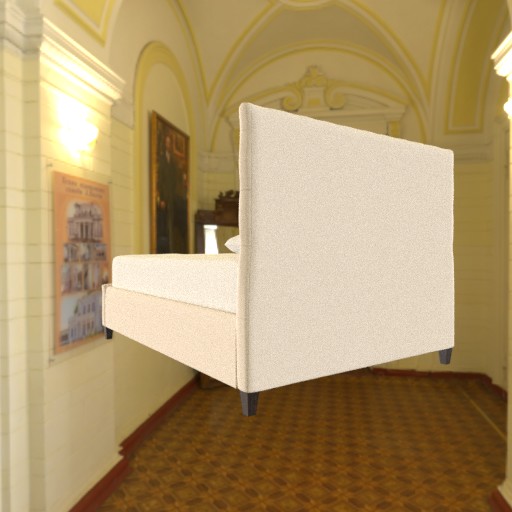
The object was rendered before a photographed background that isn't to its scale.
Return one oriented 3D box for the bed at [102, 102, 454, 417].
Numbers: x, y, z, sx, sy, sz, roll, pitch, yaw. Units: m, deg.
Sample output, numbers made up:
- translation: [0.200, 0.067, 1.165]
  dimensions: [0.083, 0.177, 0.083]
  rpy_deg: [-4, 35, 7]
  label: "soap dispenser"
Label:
- translation: [0.000, 0.000, 3.365]
  dimensions: [1.696, 1.426, 2.233]
  rpy_deg: [-1, 1, -35]
  label: "bed"
